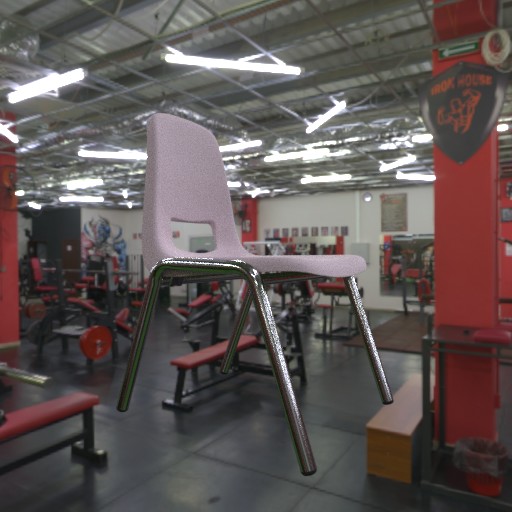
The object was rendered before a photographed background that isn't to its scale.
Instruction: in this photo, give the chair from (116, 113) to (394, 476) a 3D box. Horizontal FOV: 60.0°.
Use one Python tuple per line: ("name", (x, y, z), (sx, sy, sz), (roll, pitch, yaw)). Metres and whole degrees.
("chair", (0.000, 0.000, 0.845), (0.423, 0.586, 0.354), (1, 1, 35))
